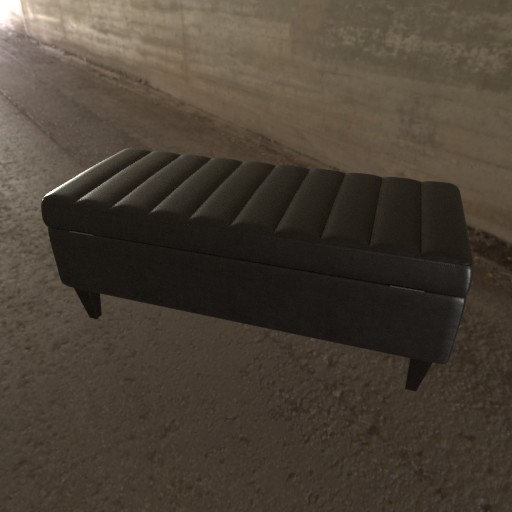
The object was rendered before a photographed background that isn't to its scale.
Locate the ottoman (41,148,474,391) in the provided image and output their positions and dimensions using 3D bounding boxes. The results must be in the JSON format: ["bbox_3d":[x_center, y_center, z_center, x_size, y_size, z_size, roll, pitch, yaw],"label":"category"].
[{"bbox_3d":[0.000,0.000,1.396,1.151,0.469,0.482,9,33,15],"label":"ottoman"}]
